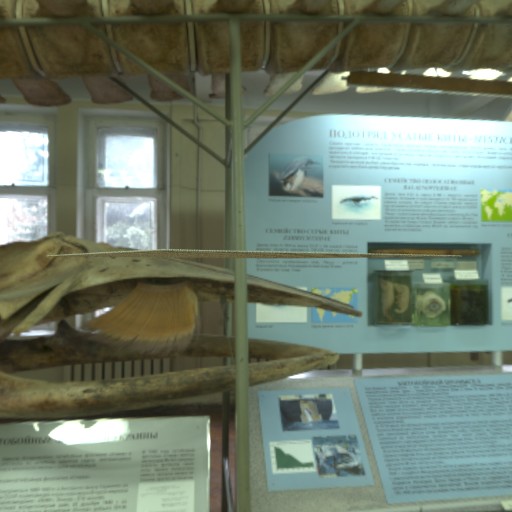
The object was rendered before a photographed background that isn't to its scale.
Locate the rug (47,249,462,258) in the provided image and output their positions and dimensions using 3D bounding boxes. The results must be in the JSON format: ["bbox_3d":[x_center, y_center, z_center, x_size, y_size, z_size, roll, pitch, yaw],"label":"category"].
[{"bbox_3d":[0.000,0.000,4.098,3.061,0.010,2.330,1,-1,-38],"label":"rug"}]
